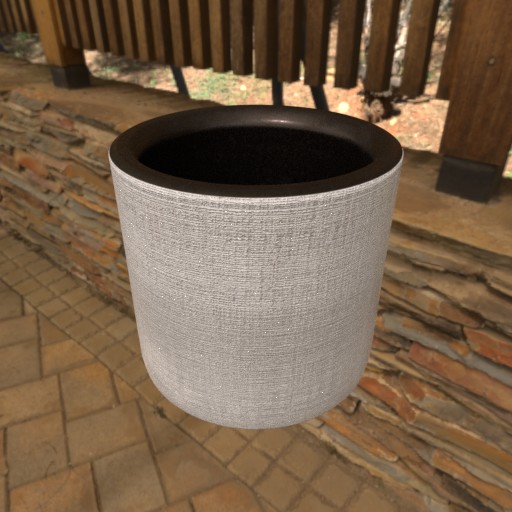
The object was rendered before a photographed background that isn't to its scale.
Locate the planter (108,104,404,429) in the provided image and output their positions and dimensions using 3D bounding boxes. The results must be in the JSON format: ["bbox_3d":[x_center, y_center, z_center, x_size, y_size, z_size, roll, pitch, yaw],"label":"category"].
[{"bbox_3d":[0.000,0.000,0.285,0.160,0.156,0.160,0,32,0],"label":"planter"}]
